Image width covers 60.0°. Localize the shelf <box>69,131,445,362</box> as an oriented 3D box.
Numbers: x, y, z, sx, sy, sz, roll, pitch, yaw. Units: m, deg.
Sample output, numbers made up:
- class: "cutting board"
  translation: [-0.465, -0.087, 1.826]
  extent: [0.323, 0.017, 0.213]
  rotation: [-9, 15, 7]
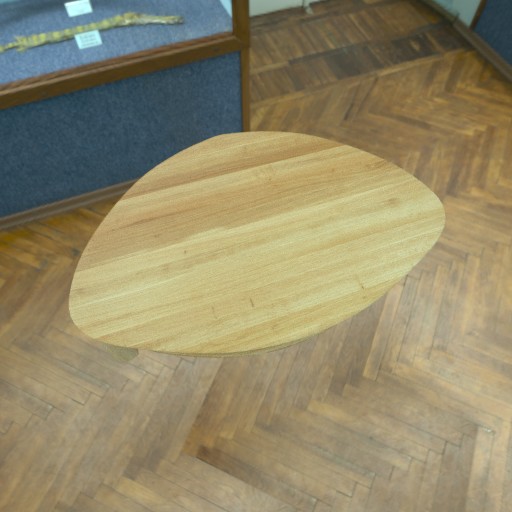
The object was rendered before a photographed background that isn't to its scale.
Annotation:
- class: "shelf"
  translation: [0.000, 0.000, 1.654]
  extent: [1.246, 0.440, 0.845]
  rotation: [-17, 61, -10]
